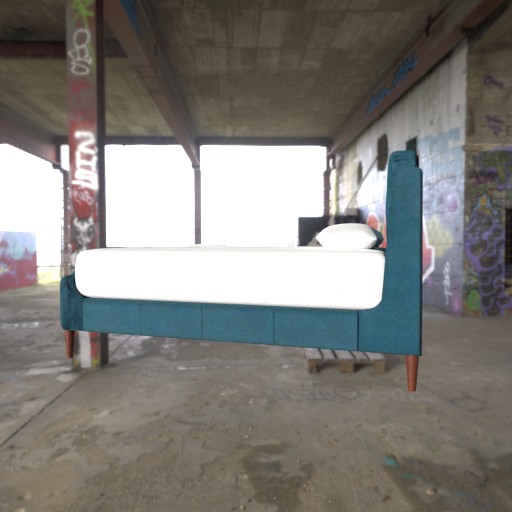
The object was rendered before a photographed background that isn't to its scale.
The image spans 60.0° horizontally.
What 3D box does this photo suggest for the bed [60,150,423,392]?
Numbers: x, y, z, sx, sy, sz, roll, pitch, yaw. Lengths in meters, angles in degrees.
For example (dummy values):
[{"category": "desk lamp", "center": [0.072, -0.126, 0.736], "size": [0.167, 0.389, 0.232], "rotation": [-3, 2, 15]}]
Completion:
[{"category": "bed", "center": [0.000, 0.000, 3.402], "size": [2.322, 1.351, 1.676], "rotation": [1, 2, 18]}]
